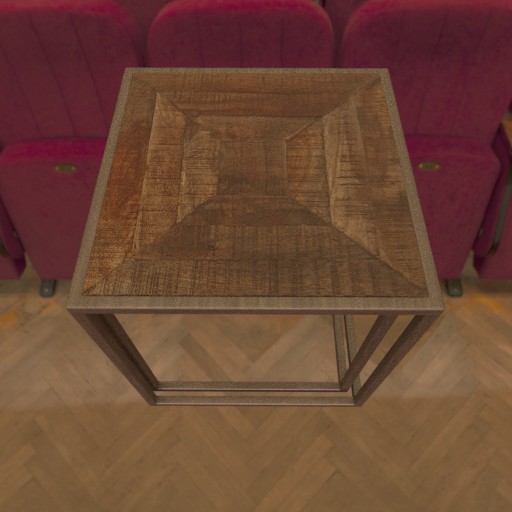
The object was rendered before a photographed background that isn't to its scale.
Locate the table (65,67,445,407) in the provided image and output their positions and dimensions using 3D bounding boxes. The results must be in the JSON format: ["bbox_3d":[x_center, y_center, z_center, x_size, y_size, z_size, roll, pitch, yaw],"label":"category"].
[{"bbox_3d":[0.000,0.000,0.849,0.449,0.500,0.450,0,58,0],"label":"table"}]
